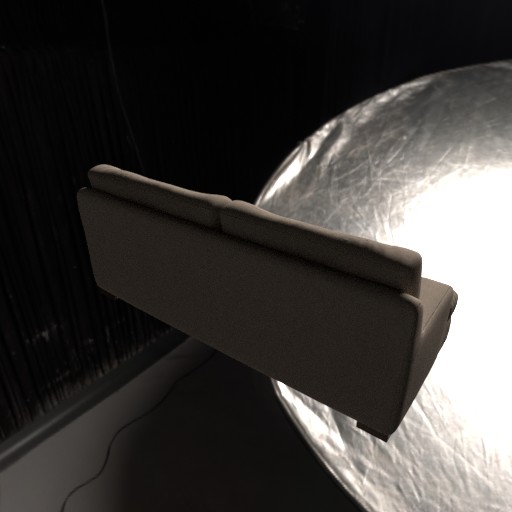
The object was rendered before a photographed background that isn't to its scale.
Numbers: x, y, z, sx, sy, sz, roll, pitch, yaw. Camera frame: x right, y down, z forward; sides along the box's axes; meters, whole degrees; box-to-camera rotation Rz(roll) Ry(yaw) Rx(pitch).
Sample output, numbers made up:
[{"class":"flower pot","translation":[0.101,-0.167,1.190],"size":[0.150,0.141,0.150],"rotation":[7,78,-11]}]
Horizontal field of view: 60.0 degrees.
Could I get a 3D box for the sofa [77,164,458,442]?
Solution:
[{"class":"sofa","translation":[0.000,0.000,2.865],"size":[2.354,0.980,0.962],"rotation":[19,34,32]}]
